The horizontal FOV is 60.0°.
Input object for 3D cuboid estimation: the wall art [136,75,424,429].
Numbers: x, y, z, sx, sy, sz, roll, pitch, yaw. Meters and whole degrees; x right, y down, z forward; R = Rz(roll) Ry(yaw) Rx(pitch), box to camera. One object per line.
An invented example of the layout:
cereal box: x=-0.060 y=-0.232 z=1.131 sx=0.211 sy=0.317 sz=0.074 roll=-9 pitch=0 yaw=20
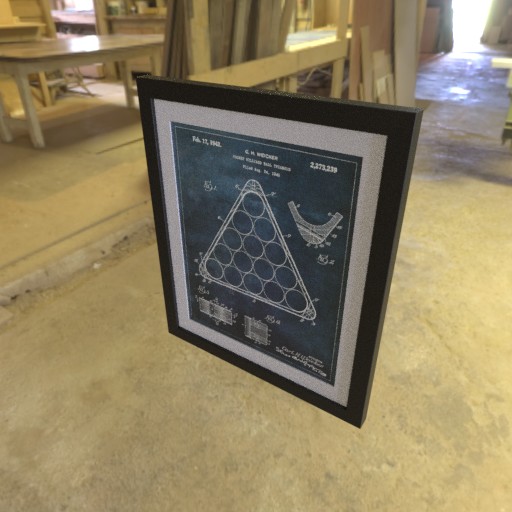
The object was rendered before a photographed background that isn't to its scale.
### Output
wall art: x=0.000 y=0.000 z=0.715 sx=0.432 sy=0.508 sz=0.025 roll=19 pitch=35 yaw=29
